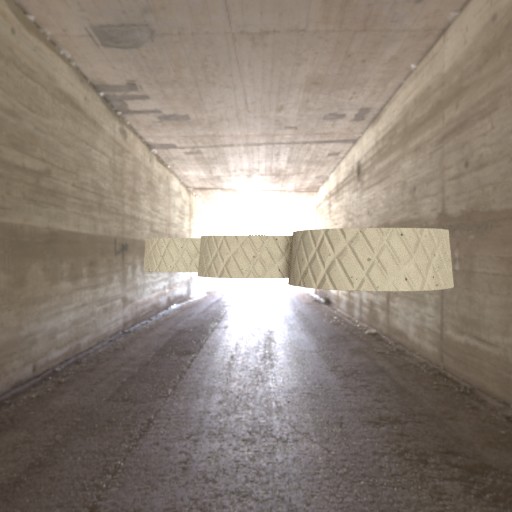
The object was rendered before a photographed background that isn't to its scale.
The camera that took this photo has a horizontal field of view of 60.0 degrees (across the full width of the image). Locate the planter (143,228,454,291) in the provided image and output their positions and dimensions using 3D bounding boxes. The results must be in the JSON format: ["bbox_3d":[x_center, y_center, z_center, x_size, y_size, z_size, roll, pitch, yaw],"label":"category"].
[{"bbox_3d":[0.000,0.000,0.430,0.114,0.038,0.390,-1,1,-35],"label":"planter"}]
